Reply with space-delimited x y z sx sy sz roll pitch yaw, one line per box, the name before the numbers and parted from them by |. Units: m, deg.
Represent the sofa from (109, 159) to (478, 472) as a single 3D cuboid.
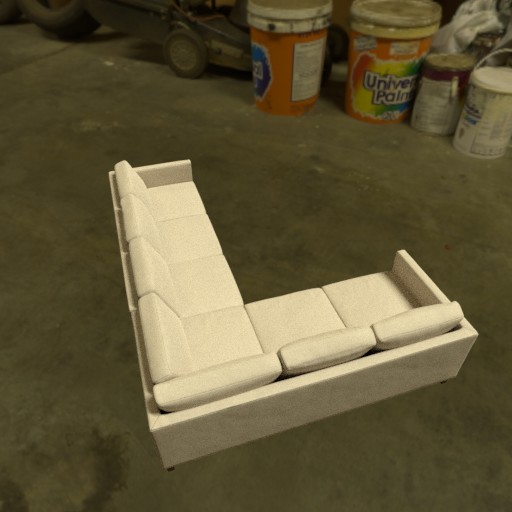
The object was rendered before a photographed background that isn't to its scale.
sofa | 0.000 0.000 4.256 2.432 0.863 3.182 -12 43 -13
